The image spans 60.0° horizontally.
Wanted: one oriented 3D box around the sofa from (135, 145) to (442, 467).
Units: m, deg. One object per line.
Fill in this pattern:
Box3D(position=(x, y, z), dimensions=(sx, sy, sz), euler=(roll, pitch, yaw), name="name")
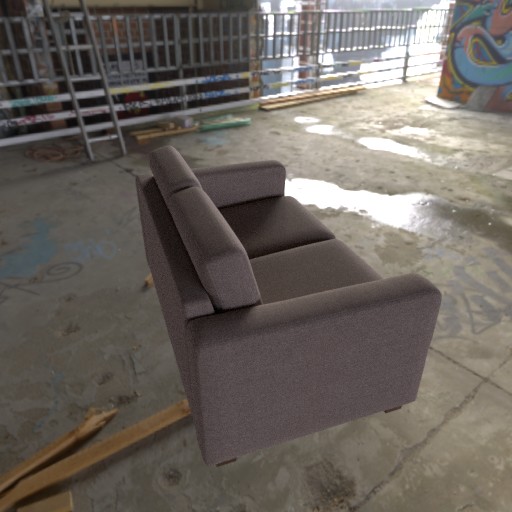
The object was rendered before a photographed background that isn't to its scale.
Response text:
Box3D(position=(0.000, 0.000, 2.066), dimensions=(0.900, 0.800, 1.520), euler=(-10, 32, -17), name="sofa")
